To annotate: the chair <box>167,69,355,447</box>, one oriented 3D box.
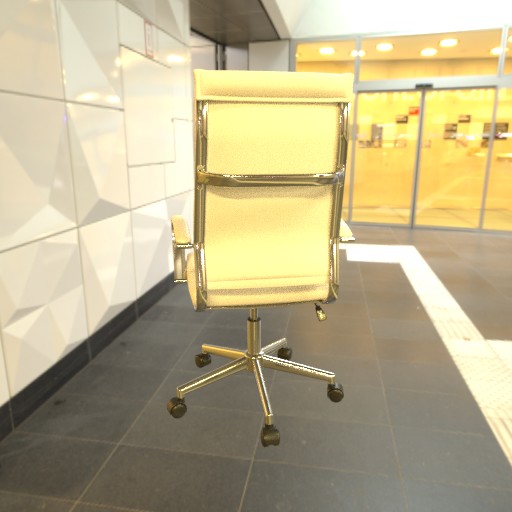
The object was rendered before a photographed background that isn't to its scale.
[{"bbox_3d":[0.000,0.000,1.588,0.679,1.149,0.679,-2,14,-10],"label":"chair"}]
